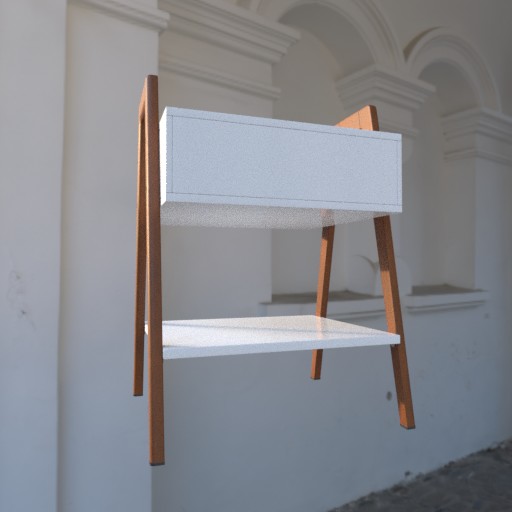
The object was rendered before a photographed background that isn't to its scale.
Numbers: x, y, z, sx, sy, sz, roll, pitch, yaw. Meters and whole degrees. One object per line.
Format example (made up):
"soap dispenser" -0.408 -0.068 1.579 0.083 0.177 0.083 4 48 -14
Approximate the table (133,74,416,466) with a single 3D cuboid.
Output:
"table" 0.000 0.000 0.900 0.457 0.610 0.405 1 -2 -19
